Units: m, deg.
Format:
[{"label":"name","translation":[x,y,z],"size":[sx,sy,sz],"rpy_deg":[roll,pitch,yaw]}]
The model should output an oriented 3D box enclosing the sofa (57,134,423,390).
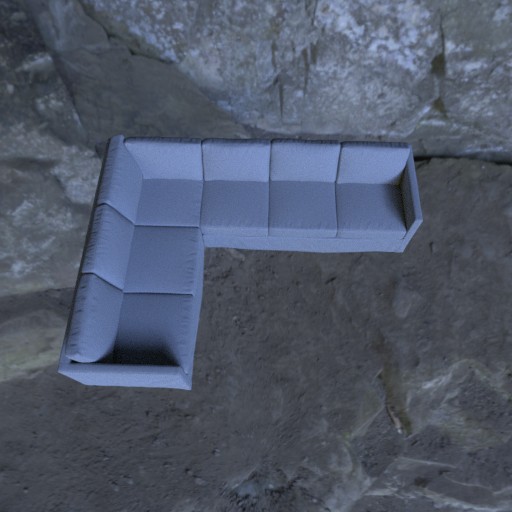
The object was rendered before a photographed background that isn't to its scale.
[{"label":"sofa","translation":[0.000,0.000,4.320],"size":[3.182,0.871,2.432],"rpy_deg":[1,65,1]}]
